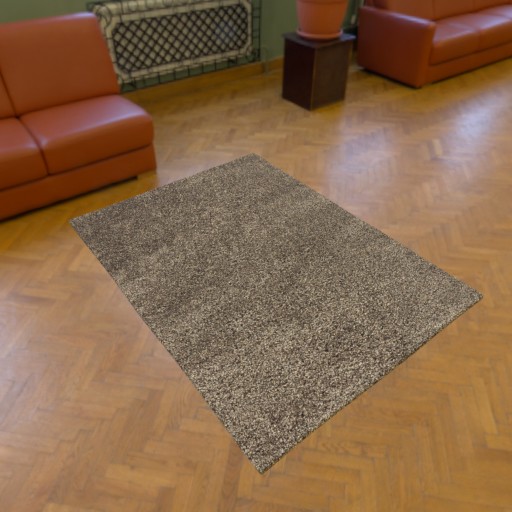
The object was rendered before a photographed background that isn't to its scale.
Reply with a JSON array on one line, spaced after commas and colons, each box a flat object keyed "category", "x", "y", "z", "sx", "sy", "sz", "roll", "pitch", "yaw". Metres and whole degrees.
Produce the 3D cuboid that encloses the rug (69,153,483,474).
[{"category": "rug", "x": 0.000, "y": 0.000, "z": 2.077, "sx": 1.198, "sy": 0.025, "sz": 1.601, "roll": -27, "pitch": 47, "yaw": -28}]
